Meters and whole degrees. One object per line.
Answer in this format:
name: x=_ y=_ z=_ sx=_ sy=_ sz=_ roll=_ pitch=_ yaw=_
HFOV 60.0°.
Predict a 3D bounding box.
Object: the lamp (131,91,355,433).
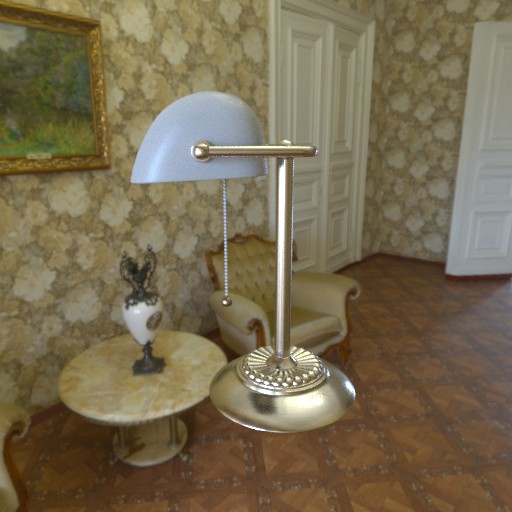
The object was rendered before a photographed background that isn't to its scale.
lamp: x=0.000 y=0.000 z=0.505 sx=0.243 sy=0.339 sz=0.264 roll=-2 pitch=15 yaw=-6
